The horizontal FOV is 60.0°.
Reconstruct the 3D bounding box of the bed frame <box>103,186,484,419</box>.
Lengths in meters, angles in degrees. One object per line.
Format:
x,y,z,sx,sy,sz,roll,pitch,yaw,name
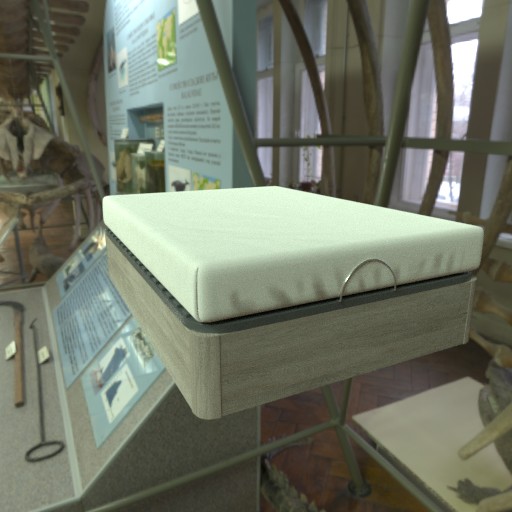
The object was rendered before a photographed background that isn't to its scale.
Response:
0.000,0.000,2.559,1.400,0.561,1.900,-8,17,-26,bed frame
